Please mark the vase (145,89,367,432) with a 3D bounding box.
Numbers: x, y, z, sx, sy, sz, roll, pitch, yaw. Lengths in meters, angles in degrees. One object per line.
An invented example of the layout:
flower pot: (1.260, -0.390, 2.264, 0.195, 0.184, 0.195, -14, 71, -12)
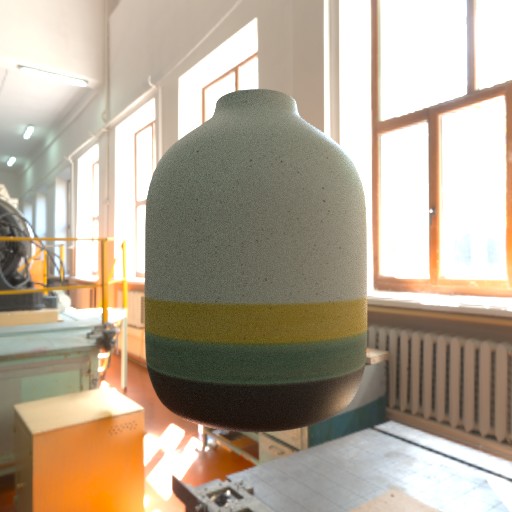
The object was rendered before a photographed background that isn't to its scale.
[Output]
vase: (0.000, 0.000, 0.348, 0.169, 0.240, 0.169, 0, -1, 0)
